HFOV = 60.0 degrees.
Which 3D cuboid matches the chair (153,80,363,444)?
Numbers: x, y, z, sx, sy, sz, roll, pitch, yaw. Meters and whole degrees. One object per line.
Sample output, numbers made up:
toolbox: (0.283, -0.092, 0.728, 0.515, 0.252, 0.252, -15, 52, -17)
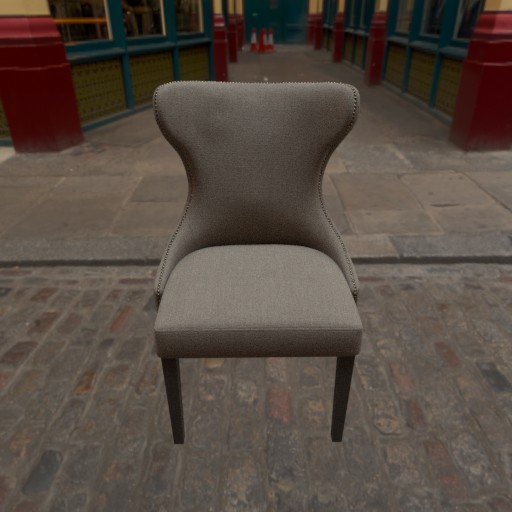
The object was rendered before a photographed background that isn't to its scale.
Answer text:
chair: (0.000, 0.000, 1.383, 0.628, 0.967, 0.635, 0, 29, -1)
